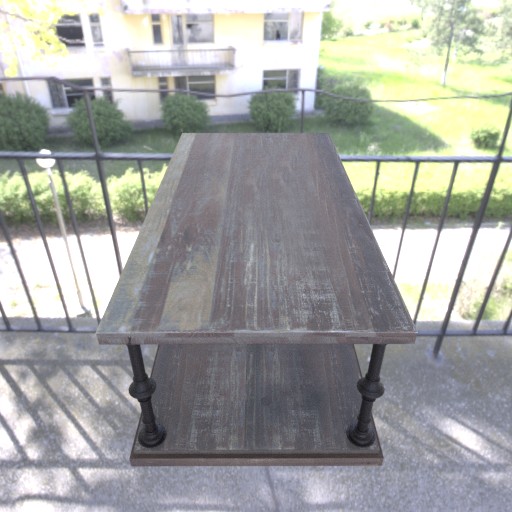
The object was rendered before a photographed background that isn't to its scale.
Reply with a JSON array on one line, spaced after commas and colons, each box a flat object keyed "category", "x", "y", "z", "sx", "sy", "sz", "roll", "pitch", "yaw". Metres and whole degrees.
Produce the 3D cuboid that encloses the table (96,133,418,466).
[{"category": "table", "x": 0.000, "y": 0.000, "z": 1.326, "sx": 0.554, "sy": 0.399, "sz": 1.088, "roll": 0, "pitch": 33, "yaw": 0}]
